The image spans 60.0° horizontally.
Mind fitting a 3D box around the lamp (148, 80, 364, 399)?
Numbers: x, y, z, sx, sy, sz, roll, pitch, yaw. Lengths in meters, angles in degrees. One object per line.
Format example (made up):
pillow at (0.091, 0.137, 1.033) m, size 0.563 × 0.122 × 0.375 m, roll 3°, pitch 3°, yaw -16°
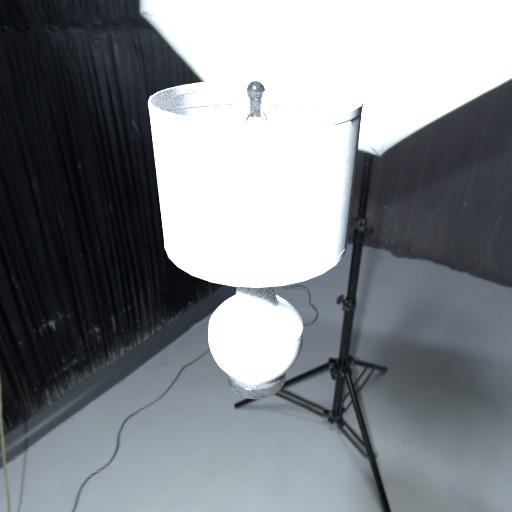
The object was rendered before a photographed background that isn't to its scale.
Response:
lamp at (0.000, 0.000, 0.903) m, size 0.357 × 0.673 × 0.357 m, roll 21°, pitch 36°, yaw 32°
